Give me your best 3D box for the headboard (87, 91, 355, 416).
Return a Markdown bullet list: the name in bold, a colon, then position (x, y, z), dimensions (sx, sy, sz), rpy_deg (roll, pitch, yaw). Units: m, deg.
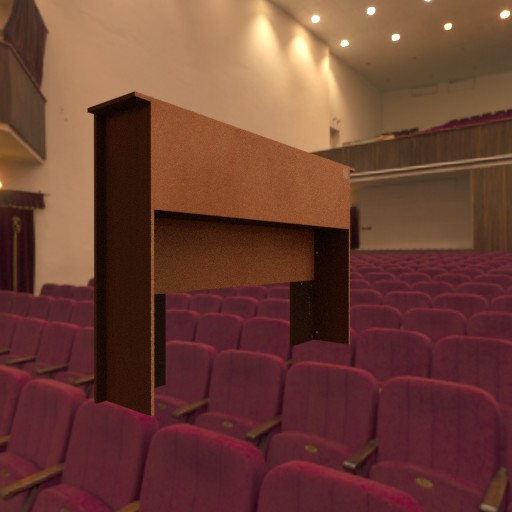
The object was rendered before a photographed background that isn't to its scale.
- **headboard**: position (0.000, 0.000, 2.208), dimensions (0.279, 1.092, 1.671), rpy_deg (0, 0, 38)
